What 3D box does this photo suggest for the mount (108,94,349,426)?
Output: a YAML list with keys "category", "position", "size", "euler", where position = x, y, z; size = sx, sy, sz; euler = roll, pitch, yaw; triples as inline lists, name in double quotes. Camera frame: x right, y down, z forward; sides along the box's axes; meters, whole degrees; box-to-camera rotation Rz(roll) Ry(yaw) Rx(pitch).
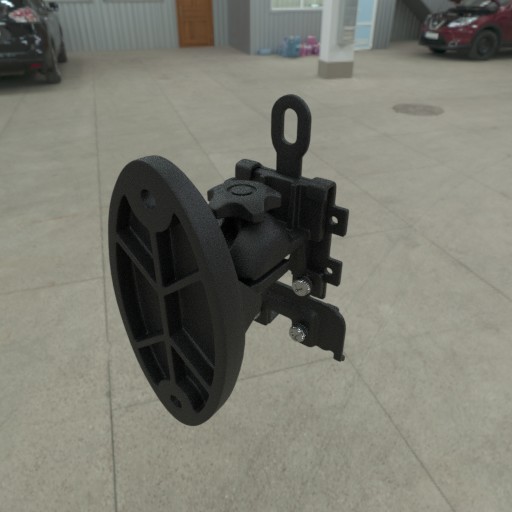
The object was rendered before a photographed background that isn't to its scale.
- category: "mount"
  position: [0.000, 0.000, 0.179]
  size: [0.066, 0.118, 0.100]
  euler: [21, 37, 31]
